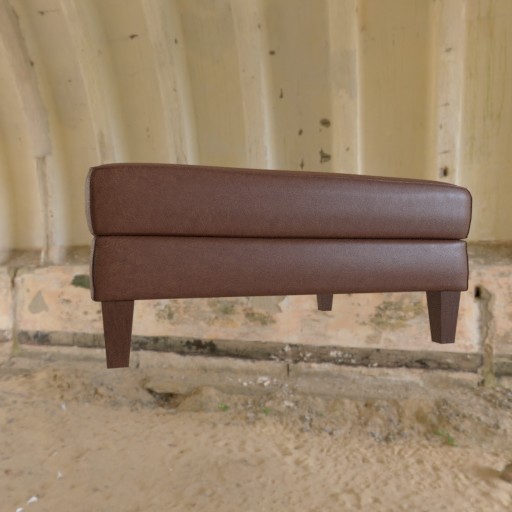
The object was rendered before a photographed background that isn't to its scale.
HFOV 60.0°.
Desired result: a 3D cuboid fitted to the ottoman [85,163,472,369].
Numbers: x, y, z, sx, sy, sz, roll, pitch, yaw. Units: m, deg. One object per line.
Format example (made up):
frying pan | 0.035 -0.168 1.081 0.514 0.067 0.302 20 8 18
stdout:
ottoman | 0.000 0.000 1.425 0.987 0.472 0.836 0 0 -18
